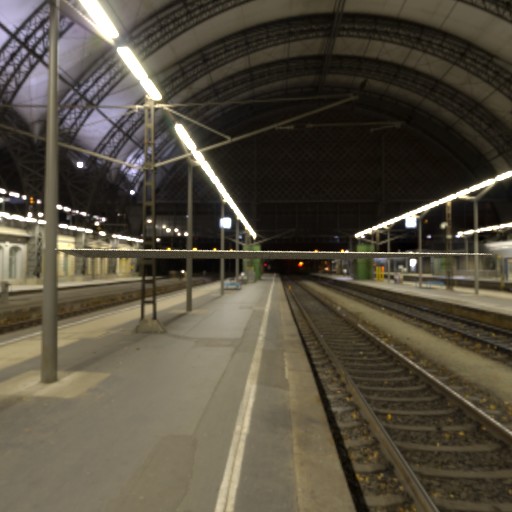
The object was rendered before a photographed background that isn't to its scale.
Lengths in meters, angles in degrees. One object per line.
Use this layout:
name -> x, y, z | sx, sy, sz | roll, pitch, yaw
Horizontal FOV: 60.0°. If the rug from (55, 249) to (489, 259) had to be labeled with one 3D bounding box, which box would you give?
rug -> 0.000, 0.000, 2.109 | 1.634, 0.003, 1.190 | 0, -1, -19
